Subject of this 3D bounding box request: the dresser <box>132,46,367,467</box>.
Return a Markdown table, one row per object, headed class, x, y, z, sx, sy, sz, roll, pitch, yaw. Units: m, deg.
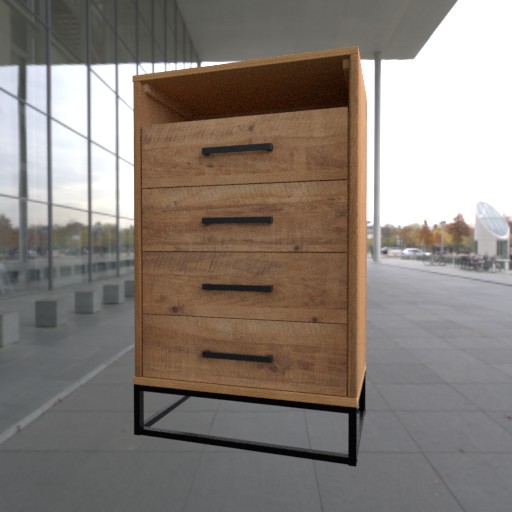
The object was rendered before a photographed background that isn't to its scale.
| class | x | y | z | sx | sy | sz | roll | pitch | yaw |
| --- | --- | --- | --- | --- | --- | --- | --- | --- | --- |
| dresser | 0.000 | 0.000 | 1.621 | 0.761 | 1.240 | 0.479 | 0 | 1 | 17 |
